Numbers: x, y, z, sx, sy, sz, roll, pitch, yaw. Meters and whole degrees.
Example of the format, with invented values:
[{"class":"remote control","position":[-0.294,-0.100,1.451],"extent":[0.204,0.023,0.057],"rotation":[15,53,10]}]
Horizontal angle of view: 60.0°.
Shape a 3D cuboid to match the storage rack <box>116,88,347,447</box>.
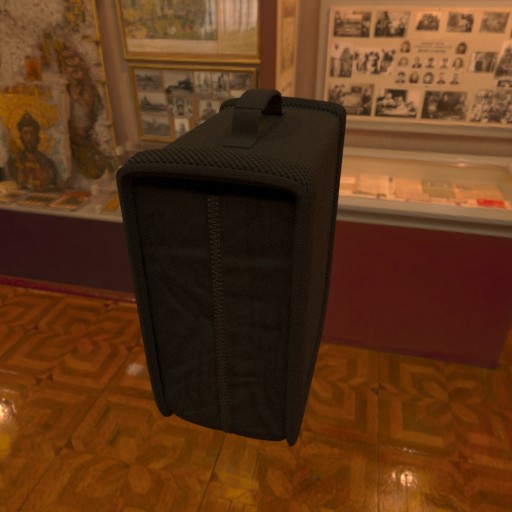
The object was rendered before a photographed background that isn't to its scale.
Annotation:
[{"class":"storage rack","position":[0.000,0.000,0.547],"extent":[0.168,0.387,0.297],"rotation":[8,31,13]}]
